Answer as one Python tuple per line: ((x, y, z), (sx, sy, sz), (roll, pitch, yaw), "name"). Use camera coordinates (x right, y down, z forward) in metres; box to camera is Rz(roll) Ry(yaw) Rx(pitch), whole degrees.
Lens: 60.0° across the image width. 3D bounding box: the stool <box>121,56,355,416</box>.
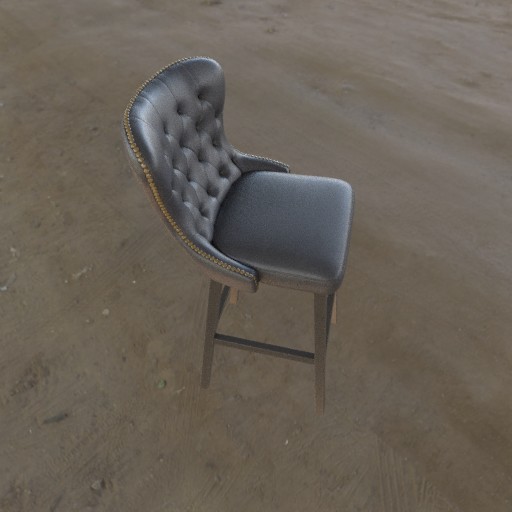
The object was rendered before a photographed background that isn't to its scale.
((0.000, 0.000, 1.401), (0.601, 1.050, 0.528), (10, 47, 9), "stool")
